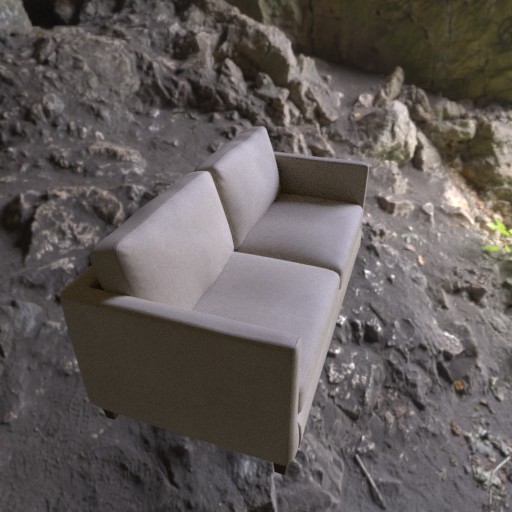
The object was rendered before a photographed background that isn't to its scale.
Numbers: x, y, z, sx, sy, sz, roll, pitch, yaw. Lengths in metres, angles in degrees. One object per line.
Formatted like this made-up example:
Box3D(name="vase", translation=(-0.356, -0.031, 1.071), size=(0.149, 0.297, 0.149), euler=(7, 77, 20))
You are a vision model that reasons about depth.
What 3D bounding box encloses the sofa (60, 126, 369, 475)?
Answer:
Box3D(name="sofa", translation=(0.000, 0.000, 2.371), size=(0.950, 0.940, 1.846), euler=(10, 33, 16))
